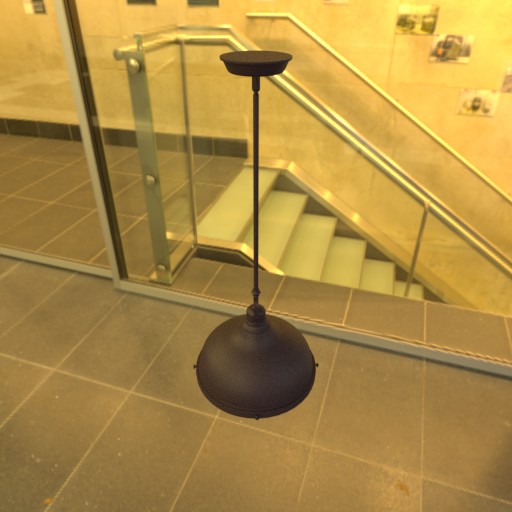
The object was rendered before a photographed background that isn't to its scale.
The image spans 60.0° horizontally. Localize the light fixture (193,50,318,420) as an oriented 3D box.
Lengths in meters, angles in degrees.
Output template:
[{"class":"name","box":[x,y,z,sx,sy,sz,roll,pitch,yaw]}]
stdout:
[{"class":"light fixture","box":[0.000,0.000,1.020,0.341,0.849,0.341,-1,33,-1]}]
